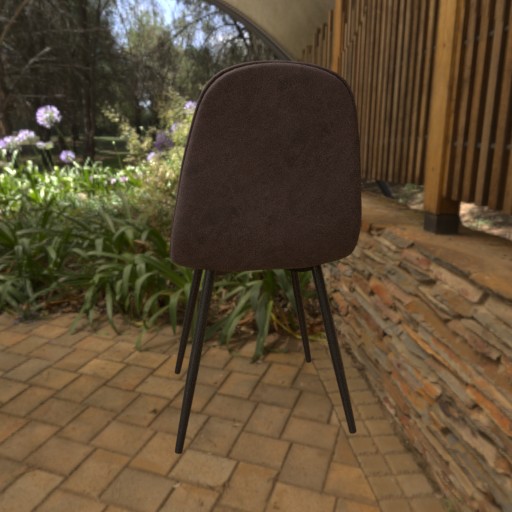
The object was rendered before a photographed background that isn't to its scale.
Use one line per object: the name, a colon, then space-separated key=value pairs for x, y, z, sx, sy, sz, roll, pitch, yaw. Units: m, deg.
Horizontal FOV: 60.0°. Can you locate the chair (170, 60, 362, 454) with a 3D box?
chair: x=0.000 y=0.000 z=1.200 sx=0.472 sy=0.889 sz=0.561 roll=-2 pitch=14 yaw=-10
